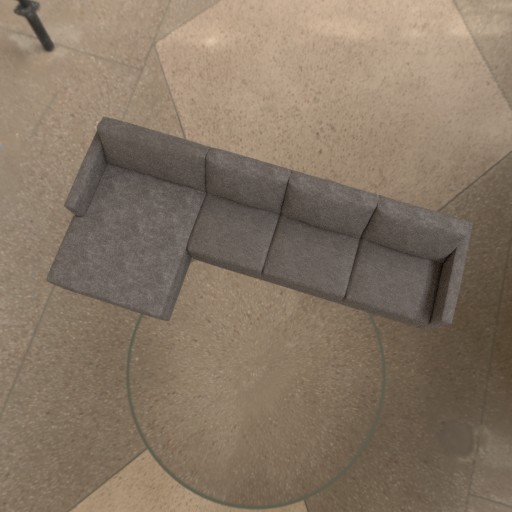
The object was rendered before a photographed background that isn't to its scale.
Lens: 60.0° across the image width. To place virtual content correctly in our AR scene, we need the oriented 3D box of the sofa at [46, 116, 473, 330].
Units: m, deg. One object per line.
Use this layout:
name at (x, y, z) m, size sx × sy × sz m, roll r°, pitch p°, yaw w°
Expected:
sofa at (0.000, 0.000, 4.033) m, size 3.471 × 0.954 × 1.606 m, roll 17°, pitch 77°, yaw 4°
